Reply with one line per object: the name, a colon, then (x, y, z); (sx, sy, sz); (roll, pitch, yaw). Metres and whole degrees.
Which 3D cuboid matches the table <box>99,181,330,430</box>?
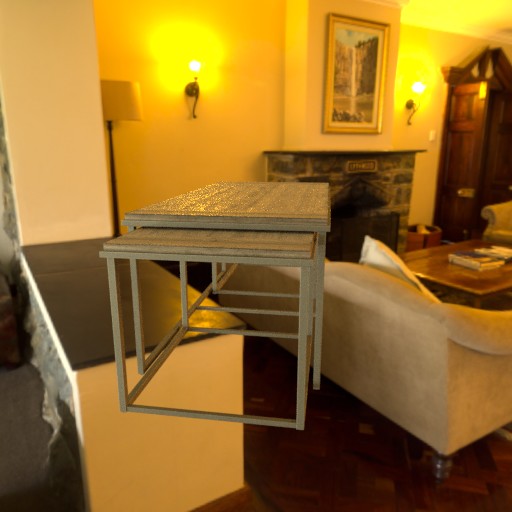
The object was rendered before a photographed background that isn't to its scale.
table: (0.000, 0.000, 1.530); (0.489, 0.427, 1.312); (2, 14, 9)
